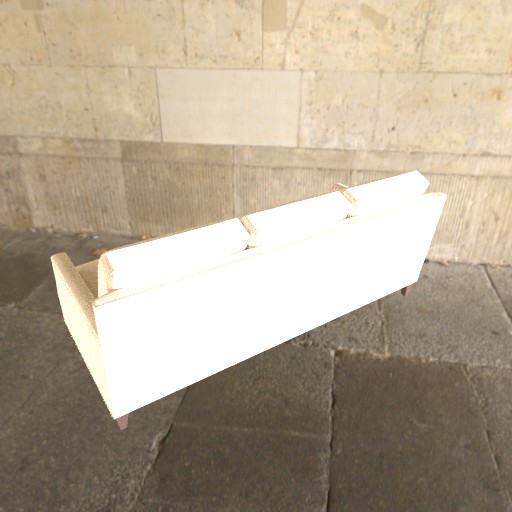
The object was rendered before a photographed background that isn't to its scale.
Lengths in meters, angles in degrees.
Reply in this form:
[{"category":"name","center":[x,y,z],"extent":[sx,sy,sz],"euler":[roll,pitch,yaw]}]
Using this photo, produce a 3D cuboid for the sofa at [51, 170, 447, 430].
[{"category":"sofa","center":[0.000,0.000,2.779],"extent":[2.210,0.940,1.041],"euler":[-18,33,-30]}]
